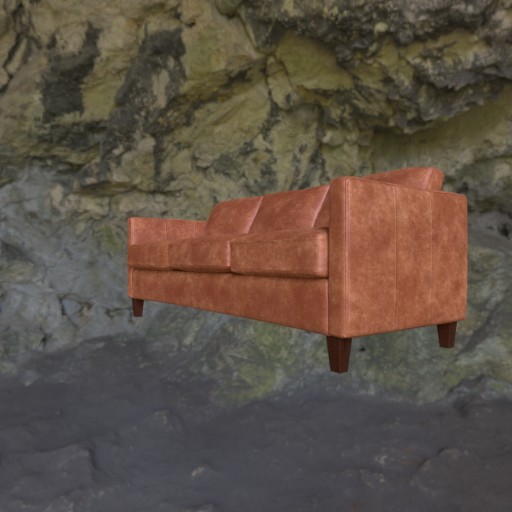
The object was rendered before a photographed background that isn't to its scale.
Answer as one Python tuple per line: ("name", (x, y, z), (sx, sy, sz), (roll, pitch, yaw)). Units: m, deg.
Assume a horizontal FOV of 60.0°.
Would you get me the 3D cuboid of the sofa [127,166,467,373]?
("sofa", (0.000, 0.000, 3.045), (1.045, 1.006, 2.464), (0, 0, -37))
